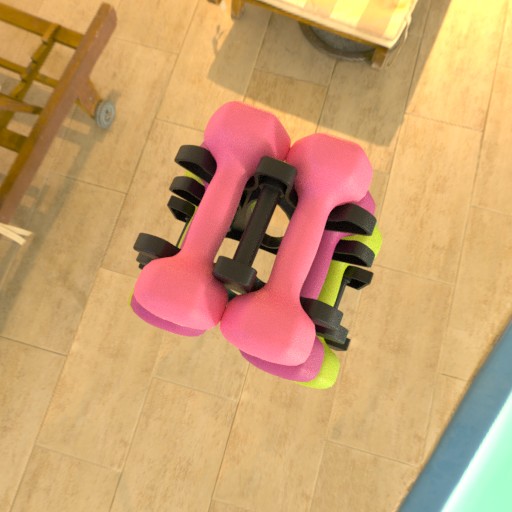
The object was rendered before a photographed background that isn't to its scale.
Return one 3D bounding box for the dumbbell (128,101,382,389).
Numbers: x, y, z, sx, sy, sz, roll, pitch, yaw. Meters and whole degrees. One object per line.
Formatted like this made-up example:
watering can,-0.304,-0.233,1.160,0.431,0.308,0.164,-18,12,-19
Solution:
dumbbell,0.000,0.000,0.440,0.257,0.261,0.203,21,79,5
